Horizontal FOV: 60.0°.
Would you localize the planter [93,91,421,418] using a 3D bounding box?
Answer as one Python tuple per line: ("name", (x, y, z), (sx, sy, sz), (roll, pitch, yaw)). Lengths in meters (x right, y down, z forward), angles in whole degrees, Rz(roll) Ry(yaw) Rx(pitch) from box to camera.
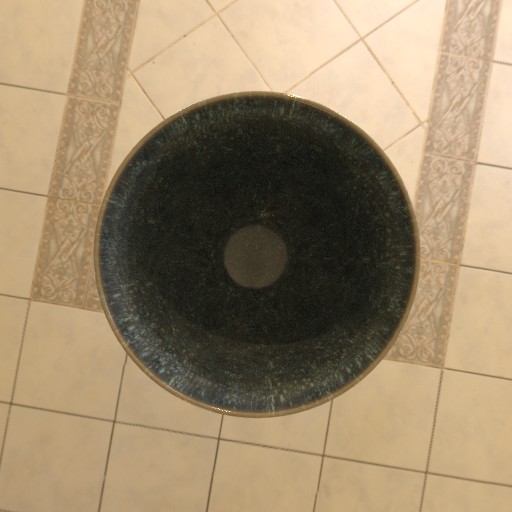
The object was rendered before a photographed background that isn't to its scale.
("planter", (0.000, 0.000, 0.369), (0.195, 0.214, 0.195), (0, 89, -1))
